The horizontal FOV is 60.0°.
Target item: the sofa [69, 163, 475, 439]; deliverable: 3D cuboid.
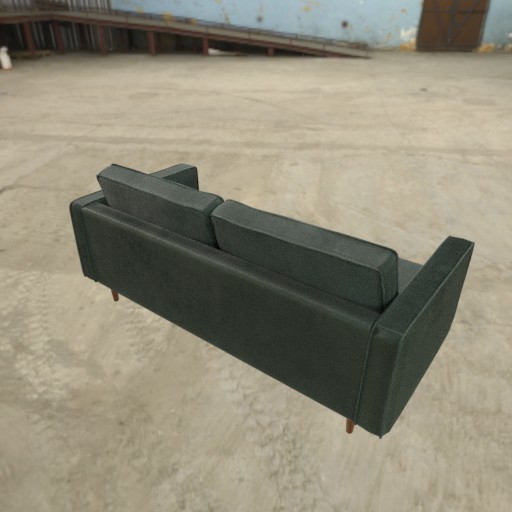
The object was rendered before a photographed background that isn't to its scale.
[{"bbox_3d":[0.000,0.000,2.215,1.816,0.781,0.886,21,36,32],"label":"sofa"}]
